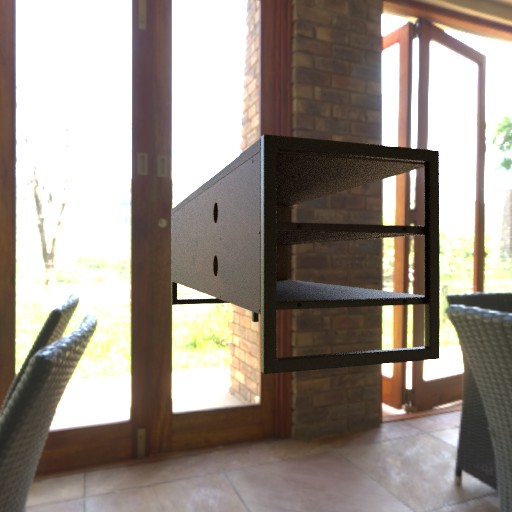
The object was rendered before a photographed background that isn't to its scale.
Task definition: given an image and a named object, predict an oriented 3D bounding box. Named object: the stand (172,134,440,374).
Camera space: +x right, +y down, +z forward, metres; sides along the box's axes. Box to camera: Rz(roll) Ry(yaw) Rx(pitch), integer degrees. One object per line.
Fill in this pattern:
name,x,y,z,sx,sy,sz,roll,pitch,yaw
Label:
stand,0.000,0.000,1.705,0.454,0.506,1.480,0,0,-18
